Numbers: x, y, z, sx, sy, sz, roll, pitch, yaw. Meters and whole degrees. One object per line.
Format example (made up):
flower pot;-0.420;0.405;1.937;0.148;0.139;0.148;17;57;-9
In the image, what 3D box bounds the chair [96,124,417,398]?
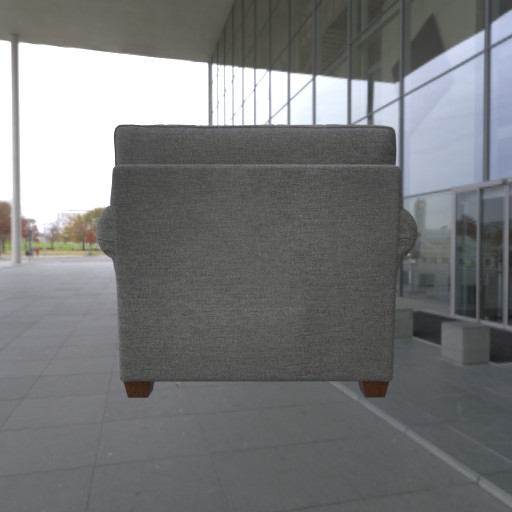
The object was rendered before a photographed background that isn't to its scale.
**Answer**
chair;0.000;0.000;1.878;1.092;0.961;0.965;0;1;0
